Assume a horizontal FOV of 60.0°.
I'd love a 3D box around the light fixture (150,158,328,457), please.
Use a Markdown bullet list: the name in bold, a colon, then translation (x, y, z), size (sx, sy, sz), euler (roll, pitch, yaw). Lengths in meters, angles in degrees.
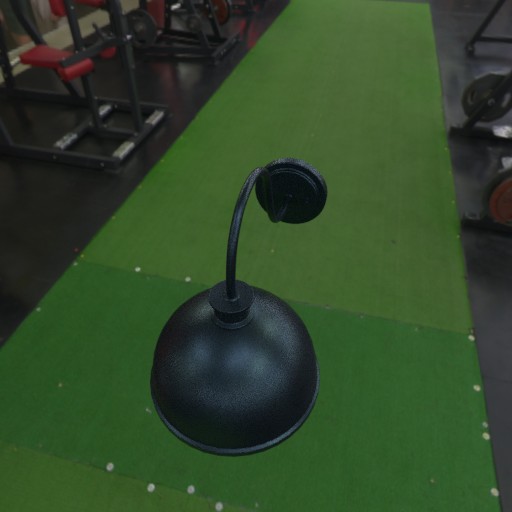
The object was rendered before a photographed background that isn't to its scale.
- **light fixture**: translation (0.000, 0.000, 0.650), size (0.253, 0.295, 0.467), euler (11, 43, 12)
